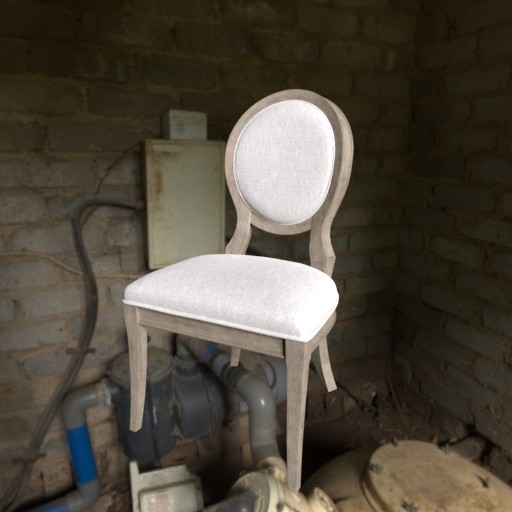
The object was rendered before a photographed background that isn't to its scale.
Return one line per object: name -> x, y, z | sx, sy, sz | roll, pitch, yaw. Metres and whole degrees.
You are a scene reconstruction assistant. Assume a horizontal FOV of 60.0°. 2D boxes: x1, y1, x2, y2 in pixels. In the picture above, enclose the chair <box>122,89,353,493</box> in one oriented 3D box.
chair -> 0.000, 0.000, 1.330 | 0.558, 0.990, 0.602 | 7, 16, 26
